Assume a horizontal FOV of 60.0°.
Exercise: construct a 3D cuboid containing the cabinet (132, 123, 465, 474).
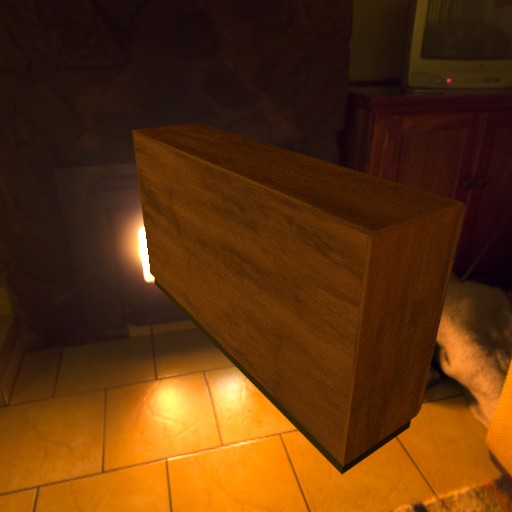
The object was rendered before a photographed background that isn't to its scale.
[{"bbox_3d":[0.000,0.000,1.971,0.420,0.900,1.600,-17,31,-31],"label":"cabinet"}]
